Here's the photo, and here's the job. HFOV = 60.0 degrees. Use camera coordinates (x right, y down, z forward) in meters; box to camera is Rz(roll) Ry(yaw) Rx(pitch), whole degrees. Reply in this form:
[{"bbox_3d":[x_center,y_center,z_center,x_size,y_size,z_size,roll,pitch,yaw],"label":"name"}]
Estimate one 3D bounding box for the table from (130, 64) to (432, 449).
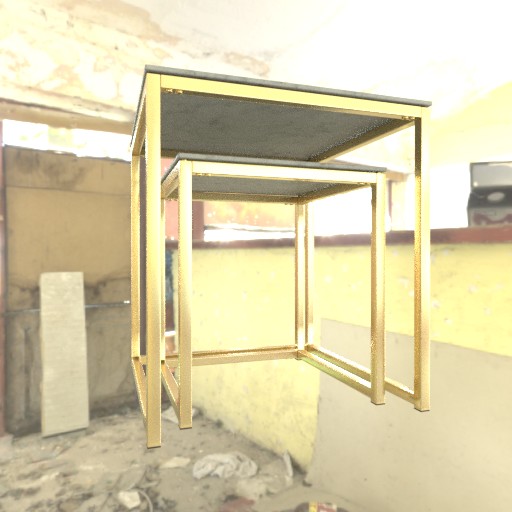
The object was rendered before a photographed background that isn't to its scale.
[{"bbox_3d":[0.000,0.000,0.857,0.450,0.500,0.450,0,0,-18],"label":"table"}]
